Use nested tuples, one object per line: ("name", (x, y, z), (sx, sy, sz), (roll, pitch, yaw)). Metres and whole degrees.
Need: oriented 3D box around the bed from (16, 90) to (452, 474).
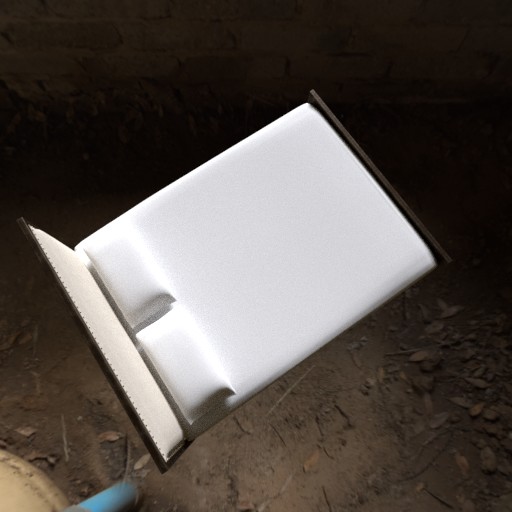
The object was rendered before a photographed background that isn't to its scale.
("bed", (0.000, 0.000, 3.153), (2.221, 1.313, 1.607), (-33, 78, -8))
